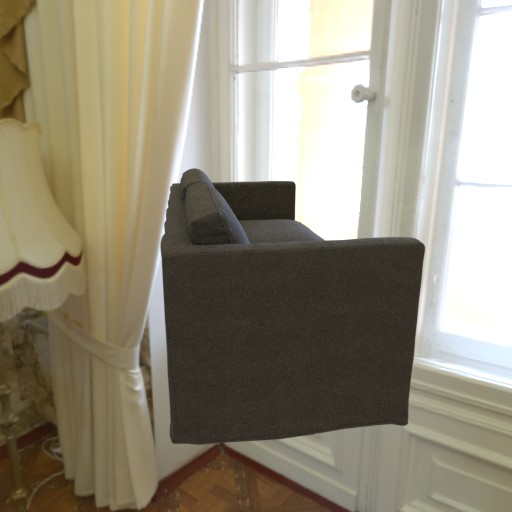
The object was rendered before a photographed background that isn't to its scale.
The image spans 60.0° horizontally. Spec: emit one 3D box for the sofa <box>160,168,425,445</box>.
[{"bbox_3d":[0.000,0.000,2.475,0.953,0.855,1.982,-3,16,-9],"label":"sofa"}]
